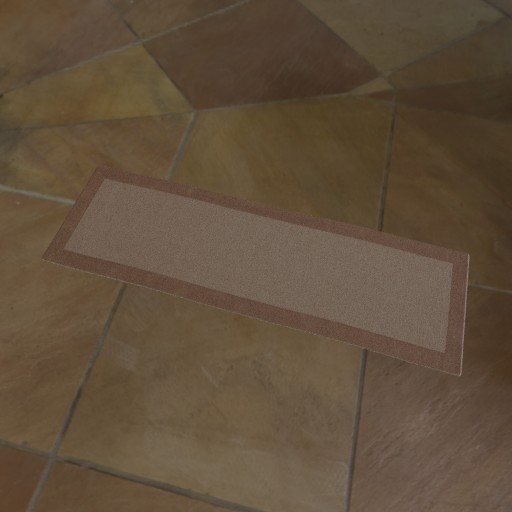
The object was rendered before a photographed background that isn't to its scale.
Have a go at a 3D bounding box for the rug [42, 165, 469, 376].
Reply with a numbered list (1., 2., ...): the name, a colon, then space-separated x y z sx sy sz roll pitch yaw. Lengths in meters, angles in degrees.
1. rug: 0.000 0.000 2.634 2.430 0.012 0.767 14 62 8
